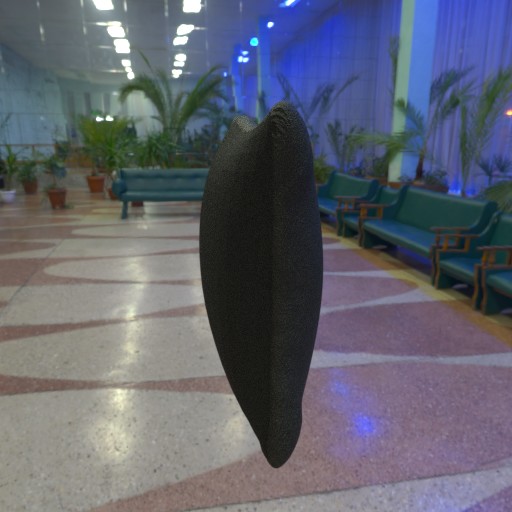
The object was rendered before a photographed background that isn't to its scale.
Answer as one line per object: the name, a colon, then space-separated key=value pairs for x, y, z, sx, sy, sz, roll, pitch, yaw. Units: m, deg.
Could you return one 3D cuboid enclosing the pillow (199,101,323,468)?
pillow: x=0.000 y=0.000 z=0.831 sx=0.210 sy=0.523 sz=0.533 roll=-3 pitch=16 yaw=-9
